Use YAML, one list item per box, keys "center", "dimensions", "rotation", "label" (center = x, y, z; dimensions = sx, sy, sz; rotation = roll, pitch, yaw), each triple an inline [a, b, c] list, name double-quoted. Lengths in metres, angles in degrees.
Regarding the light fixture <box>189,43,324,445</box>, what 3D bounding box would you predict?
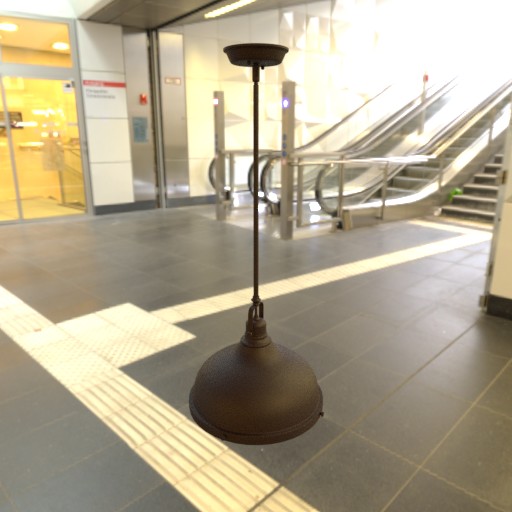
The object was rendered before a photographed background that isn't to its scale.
- center: [0.000, 0.000, 0.991]
  dimensions: [0.341, 0.849, 0.341]
  rotation: [7, 17, 24]
  label: "light fixture"
